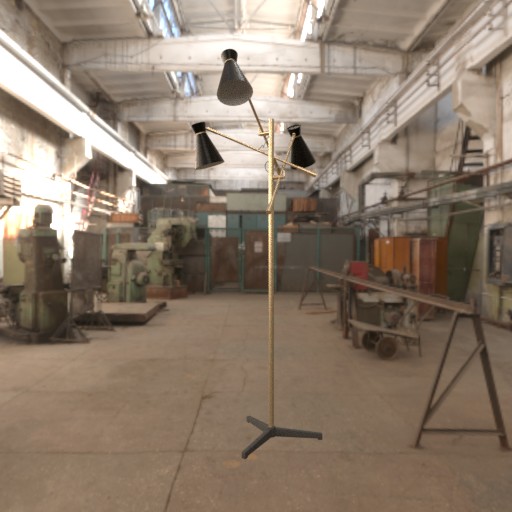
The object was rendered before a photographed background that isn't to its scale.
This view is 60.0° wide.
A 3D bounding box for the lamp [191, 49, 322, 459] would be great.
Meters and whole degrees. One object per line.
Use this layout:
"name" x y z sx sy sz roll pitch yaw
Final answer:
"lamp" 0.000 0.000 2.190 0.653 1.804 0.750 0 1 2
